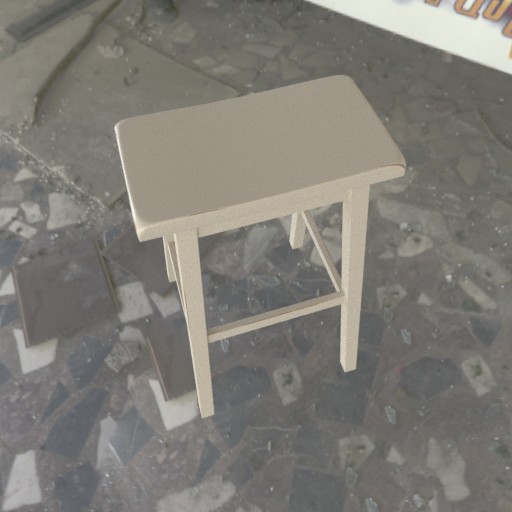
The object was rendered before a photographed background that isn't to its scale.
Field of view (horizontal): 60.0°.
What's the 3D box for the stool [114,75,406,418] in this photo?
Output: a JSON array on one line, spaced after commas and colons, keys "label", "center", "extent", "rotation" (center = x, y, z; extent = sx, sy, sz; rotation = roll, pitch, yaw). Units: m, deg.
[{"label": "stool", "center": [0.000, 0.000, 1.054], "extent": [0.457, 0.737, 0.476], "rotation": [-15, 60, -9]}]
